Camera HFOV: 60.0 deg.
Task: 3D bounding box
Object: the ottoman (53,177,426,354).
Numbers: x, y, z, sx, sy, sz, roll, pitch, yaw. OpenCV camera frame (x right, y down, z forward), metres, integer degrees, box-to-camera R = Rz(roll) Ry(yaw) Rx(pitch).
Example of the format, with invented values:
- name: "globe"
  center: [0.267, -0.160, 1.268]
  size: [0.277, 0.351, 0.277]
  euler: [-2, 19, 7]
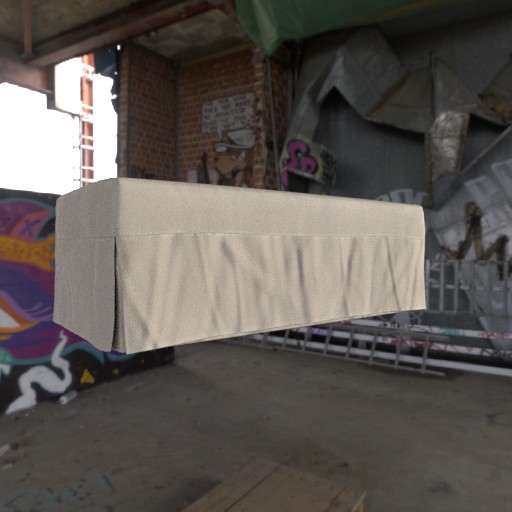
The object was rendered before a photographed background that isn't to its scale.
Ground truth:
- name: "ottoman"
  center: [0.000, 0.000, 1.743]
  size: [1.388, 0.457, 0.665]
  euler: [-1, 2, -37]
